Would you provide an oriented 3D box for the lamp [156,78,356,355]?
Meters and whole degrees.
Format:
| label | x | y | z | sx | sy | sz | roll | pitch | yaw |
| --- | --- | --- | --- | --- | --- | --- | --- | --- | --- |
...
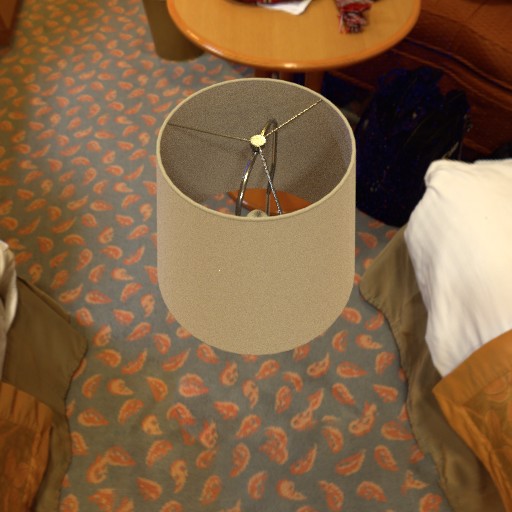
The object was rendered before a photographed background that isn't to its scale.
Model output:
| label | x | y | z | sx | sy | sz | roll | pitch | yaw |
| --- | --- | --- | --- | --- | --- | --- | --- | --- | --- |
| lamp | 0.000 | 0.000 | 0.565 | 0.254 | 0.392 | 0.254 | 0 | 58 | 0 |
